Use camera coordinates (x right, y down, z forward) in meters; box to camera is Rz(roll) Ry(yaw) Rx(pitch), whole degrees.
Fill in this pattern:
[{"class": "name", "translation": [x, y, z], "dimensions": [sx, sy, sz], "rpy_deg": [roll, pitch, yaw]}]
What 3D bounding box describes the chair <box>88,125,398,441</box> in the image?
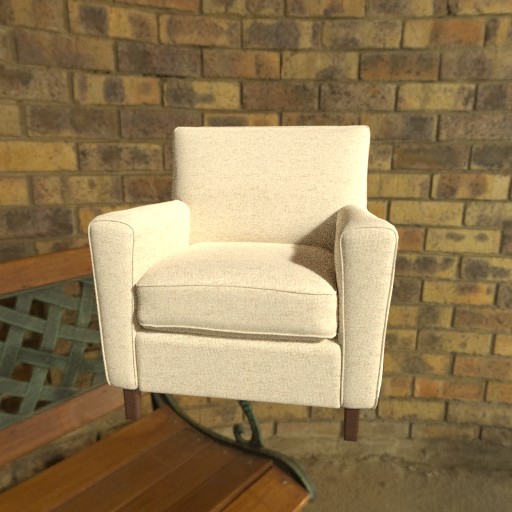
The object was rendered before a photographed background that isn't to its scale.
[{"class": "chair", "translation": [0.000, 0.000, 1.601], "dimensions": [0.870, 0.943, 0.823], "rpy_deg": [2, 13, 9]}]
